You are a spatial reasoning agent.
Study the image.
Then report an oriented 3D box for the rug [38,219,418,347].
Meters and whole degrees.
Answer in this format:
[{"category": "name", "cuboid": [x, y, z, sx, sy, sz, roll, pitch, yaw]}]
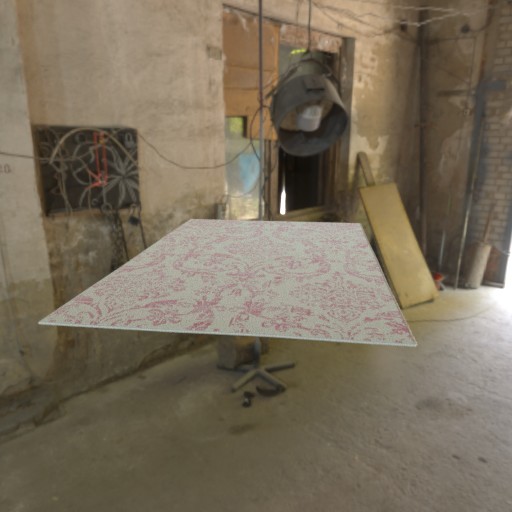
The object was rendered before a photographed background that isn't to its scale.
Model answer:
[{"category": "rug", "cuboid": [0.000, 0.000, 2.271, 1.219, 0.012, 1.839, 2, 16, 7]}]
